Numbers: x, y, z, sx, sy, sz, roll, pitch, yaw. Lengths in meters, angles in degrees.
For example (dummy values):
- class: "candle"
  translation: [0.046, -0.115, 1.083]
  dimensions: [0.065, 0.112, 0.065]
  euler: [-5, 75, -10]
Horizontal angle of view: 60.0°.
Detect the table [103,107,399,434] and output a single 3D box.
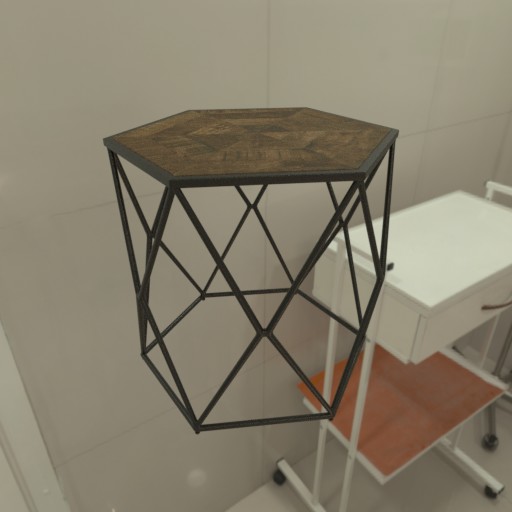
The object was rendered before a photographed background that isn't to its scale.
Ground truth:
- class: "table"
  translation: [0.000, 0.000, 1.026]
  dimensions: [0.579, 0.564, 0.578]
  euler: [-19, 35, -31]
